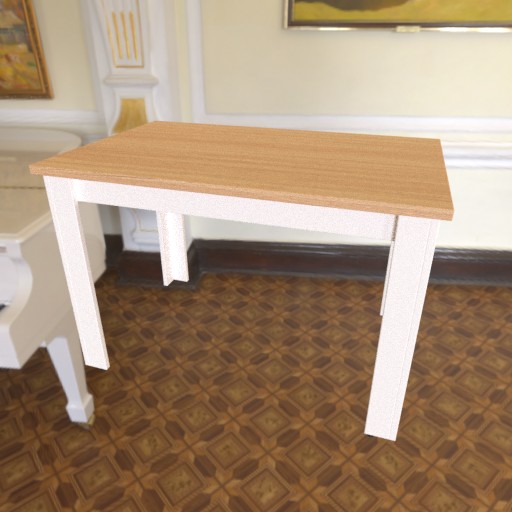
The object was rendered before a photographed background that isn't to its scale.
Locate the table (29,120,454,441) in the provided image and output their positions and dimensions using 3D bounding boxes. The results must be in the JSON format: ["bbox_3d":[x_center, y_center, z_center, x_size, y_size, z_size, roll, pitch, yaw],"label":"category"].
[{"bbox_3d":[0.000,0.000,1.541,1.100,0.734,0.700,8,28,16],"label":"table"}]
